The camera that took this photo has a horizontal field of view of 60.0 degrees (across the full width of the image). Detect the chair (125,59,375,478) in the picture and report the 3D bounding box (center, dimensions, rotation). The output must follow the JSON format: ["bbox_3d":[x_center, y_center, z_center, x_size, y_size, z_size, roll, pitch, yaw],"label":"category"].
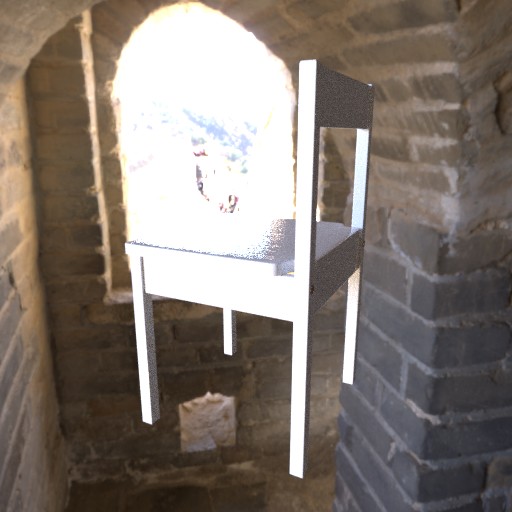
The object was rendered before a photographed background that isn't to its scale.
[{"bbox_3d":[0.000,0.000,0.902,0.361,0.668,0.367,8,17,26],"label":"chair"}]
